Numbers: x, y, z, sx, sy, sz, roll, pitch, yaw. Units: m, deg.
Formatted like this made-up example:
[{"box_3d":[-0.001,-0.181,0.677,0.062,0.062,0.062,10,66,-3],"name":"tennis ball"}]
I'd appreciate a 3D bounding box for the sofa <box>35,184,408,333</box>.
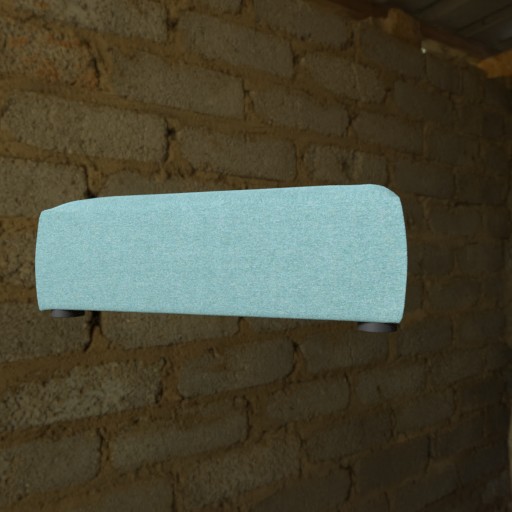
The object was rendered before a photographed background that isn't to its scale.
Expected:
[{"box_3d":[0.000,0.000,1.474,0.930,0.330,0.930,0,-1,17],"name":"sofa"}]
